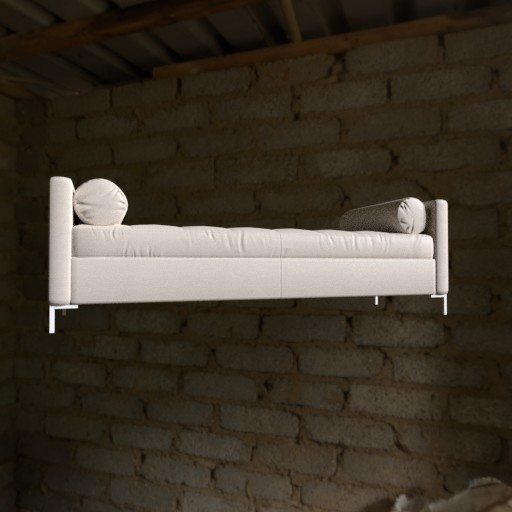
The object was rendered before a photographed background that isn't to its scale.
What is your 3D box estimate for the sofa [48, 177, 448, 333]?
[{"bbox_3d":[0.000,0.000,2.396,1.981,0.635,0.686,0,-1,-19],"label":"sofa"}]
